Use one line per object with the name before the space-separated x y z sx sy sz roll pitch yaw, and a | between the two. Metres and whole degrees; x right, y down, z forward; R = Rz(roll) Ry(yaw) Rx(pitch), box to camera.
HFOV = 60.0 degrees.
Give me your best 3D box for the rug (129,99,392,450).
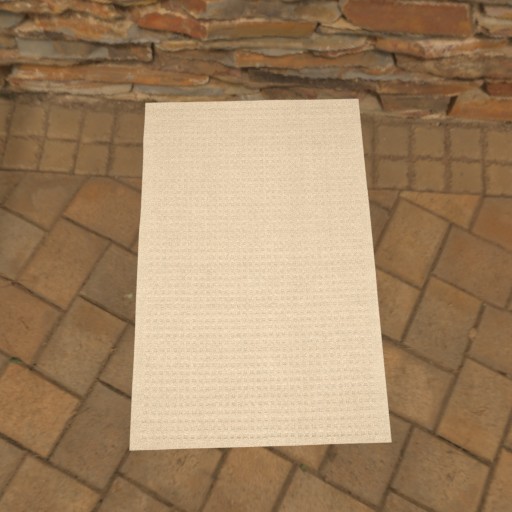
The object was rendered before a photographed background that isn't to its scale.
rug | 0.000 0.000 2.863 1.523 0.006 2.289 -1 75 0
